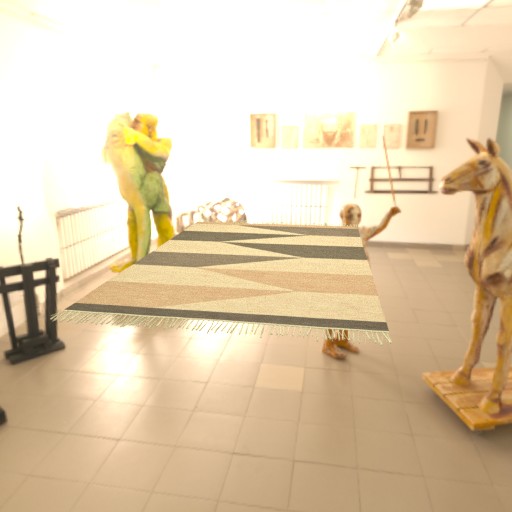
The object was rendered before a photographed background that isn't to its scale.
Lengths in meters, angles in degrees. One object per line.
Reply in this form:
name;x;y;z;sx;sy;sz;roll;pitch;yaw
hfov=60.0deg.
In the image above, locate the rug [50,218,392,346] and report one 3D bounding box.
rug;0.000;0.000;2.486;1.224;0.027;2.021;2;16;9
